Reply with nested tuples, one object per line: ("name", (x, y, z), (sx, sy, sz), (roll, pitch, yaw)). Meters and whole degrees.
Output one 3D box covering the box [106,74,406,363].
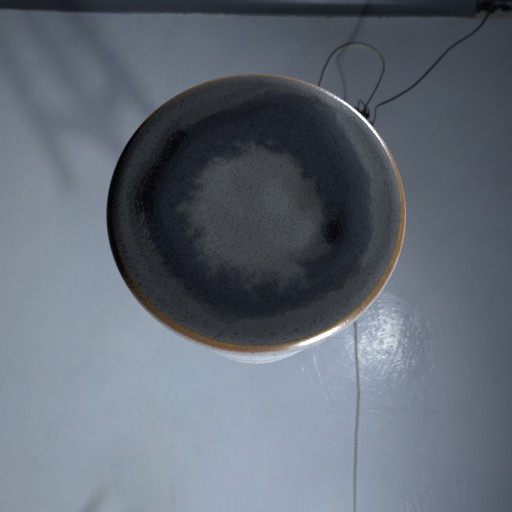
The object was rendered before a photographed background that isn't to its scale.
("box", (0.000, 0.000, 0.251), (0.118, 0.168, 0.118), (0, 75, 0))
